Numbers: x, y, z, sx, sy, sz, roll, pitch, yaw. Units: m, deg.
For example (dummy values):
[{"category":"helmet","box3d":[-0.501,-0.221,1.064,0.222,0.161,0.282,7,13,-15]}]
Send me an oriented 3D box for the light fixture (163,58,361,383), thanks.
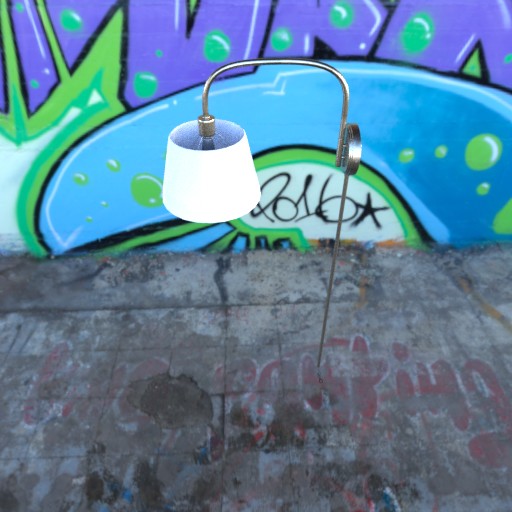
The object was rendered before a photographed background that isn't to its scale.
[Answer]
[{"category":"light fixture","box3d":[0.000,0.000,0.471,0.176,0.399,0.092,-2,40,-2]}]
